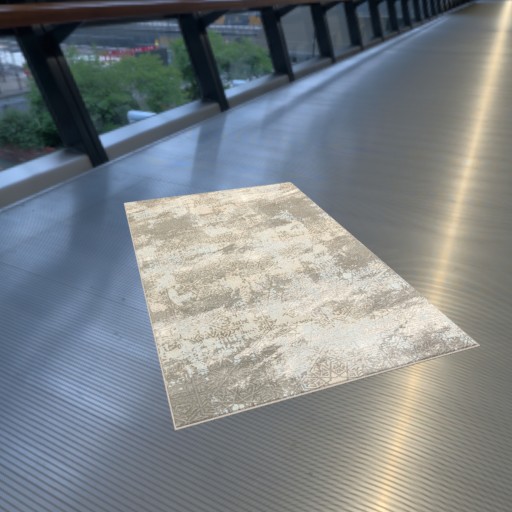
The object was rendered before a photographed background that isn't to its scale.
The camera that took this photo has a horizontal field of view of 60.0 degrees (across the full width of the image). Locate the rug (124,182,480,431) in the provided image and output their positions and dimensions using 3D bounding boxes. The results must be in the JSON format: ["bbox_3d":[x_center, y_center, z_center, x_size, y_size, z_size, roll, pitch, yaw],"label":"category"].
[{"bbox_3d":[0.000,0.000,2.997,1.536,0.012,2.431,-10,32,-16],"label":"rug"}]
